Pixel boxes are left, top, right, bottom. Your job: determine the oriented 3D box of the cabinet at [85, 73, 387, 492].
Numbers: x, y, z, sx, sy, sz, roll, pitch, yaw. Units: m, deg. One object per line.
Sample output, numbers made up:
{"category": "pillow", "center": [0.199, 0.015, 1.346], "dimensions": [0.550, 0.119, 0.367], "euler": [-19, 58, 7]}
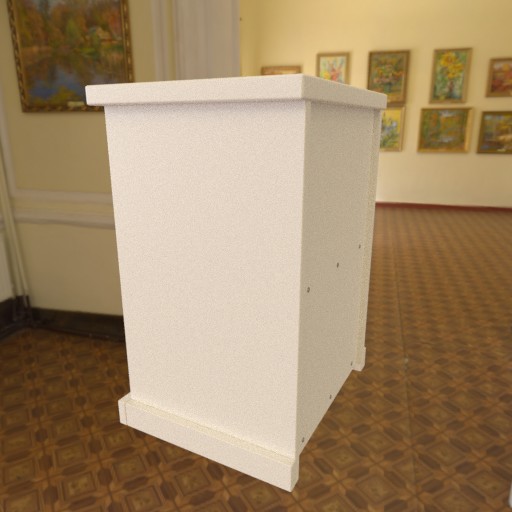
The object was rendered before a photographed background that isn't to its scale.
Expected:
{"category": "cabinet", "center": [0.000, 0.000, 1.032], "dimensions": [0.431, 0.723, 0.520], "euler": [9, 19, 27]}
